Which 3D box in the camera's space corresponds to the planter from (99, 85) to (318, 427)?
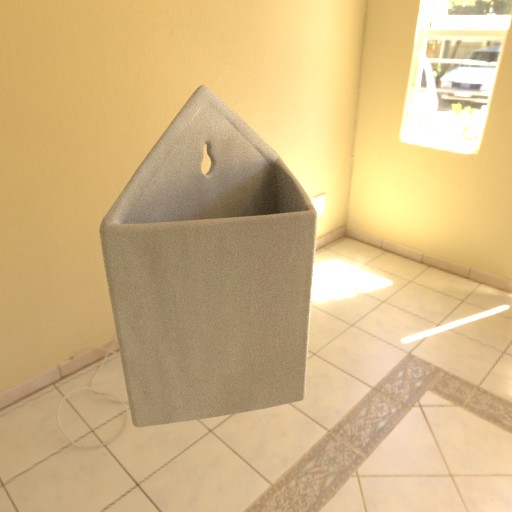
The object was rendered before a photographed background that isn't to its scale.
[{"bbox_3d":[0.000,0.000,0.274,0.080,0.194,0.163,18,32,31],"label":"planter"}]
